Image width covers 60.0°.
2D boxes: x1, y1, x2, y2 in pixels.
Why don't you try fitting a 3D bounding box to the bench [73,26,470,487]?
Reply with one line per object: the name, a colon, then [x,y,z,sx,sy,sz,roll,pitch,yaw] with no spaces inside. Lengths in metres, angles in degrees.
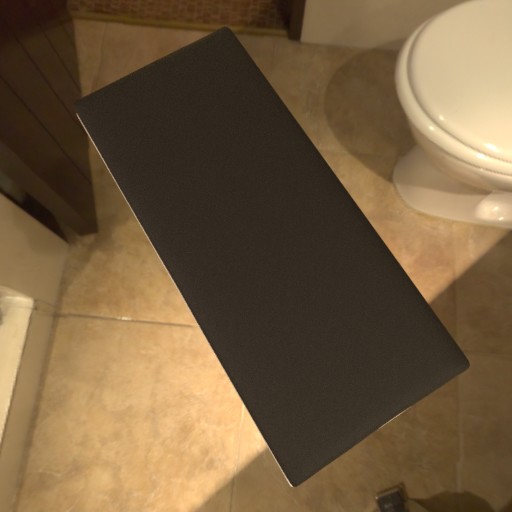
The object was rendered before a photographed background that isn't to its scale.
bench: [0.000,0.000,1.122,0.401,0.500,0.899,-31,77,-8]
